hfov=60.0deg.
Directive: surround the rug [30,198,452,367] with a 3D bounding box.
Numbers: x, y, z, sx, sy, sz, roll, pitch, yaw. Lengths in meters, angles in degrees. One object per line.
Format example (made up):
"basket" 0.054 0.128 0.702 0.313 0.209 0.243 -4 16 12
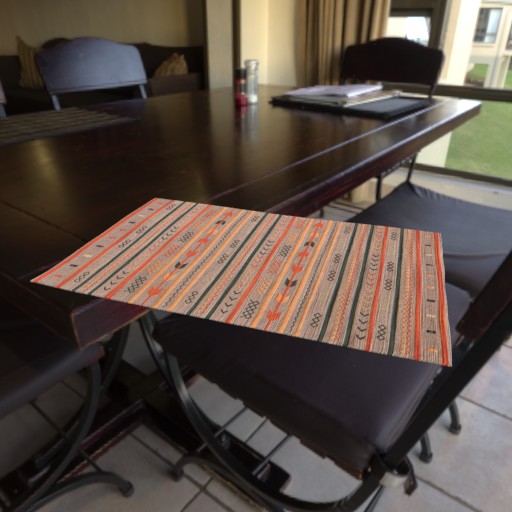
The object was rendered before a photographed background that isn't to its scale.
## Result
"rug" 0.000 0.000 3.045 2.439 0.029 1.537 9 30 16
